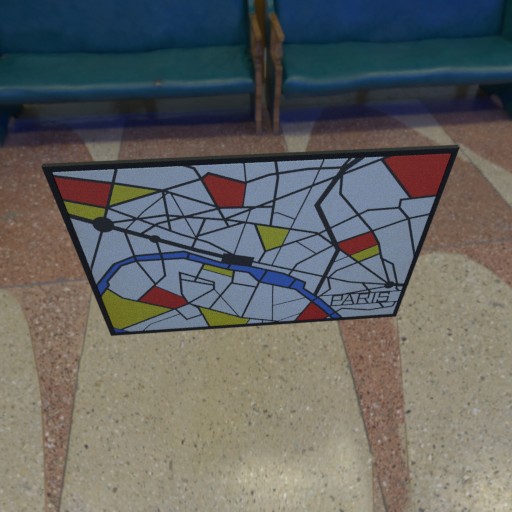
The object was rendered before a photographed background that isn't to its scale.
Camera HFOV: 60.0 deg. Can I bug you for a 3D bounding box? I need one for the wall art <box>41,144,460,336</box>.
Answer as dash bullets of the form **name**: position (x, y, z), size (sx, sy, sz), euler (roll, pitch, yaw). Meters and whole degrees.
- **wall art**: position (0.000, 0.000, 1.260), size (0.963, 0.665, 0.013), euler (-3, 46, -3)
